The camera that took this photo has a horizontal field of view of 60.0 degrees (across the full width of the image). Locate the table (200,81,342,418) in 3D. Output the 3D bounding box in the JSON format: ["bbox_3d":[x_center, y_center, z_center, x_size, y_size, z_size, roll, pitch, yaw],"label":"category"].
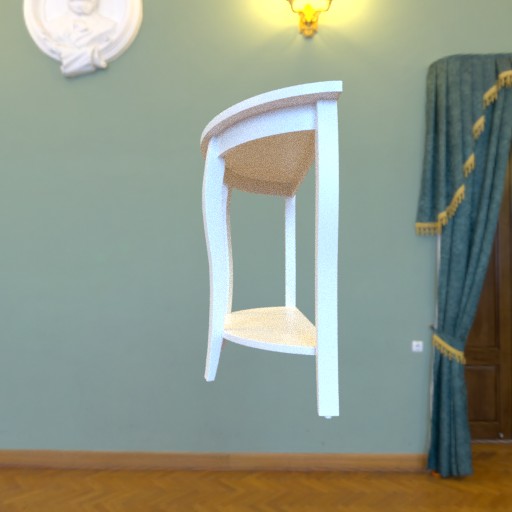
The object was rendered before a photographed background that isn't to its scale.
[{"bbox_3d":[0.000,0.000,1.618,0.394,0.780,1.219,0,-1,0],"label":"table"}]
